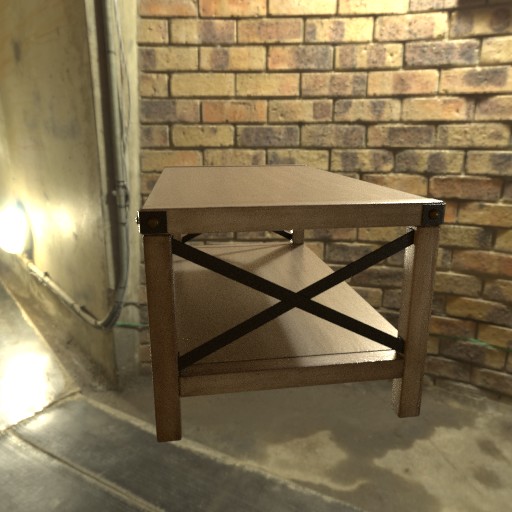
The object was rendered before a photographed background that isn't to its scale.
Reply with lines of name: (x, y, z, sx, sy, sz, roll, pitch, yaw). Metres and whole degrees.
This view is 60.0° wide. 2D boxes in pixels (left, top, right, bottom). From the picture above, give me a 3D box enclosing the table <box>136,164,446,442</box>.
table: (0.000, 0.000, 1.301, 0.559, 0.456, 1.016, -2, 16, -9)
